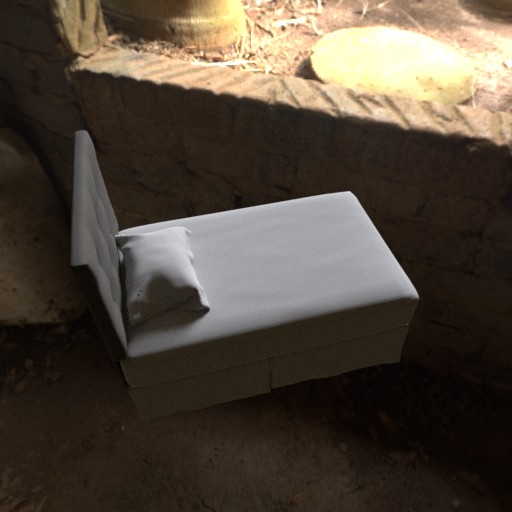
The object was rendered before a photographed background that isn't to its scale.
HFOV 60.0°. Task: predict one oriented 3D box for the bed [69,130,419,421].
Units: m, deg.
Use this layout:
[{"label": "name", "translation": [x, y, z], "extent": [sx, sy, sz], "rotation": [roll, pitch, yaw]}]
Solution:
[{"label": "bed", "translation": [0.000, 0.000, 3.023], "extent": [1.997, 1.571, 1.261], "rotation": [-11, 48, -10]}]
